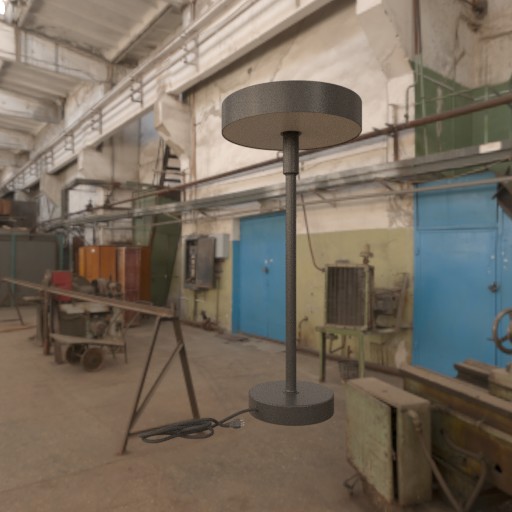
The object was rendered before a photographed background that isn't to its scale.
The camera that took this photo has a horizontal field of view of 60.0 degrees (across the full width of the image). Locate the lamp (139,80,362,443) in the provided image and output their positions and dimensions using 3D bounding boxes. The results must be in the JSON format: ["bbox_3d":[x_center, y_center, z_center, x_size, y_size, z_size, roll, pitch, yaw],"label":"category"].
[{"bbox_3d":[0.000,0.000,0.691,0.369,0.508,0.229,0,0,-35],"label":"lamp"}]
